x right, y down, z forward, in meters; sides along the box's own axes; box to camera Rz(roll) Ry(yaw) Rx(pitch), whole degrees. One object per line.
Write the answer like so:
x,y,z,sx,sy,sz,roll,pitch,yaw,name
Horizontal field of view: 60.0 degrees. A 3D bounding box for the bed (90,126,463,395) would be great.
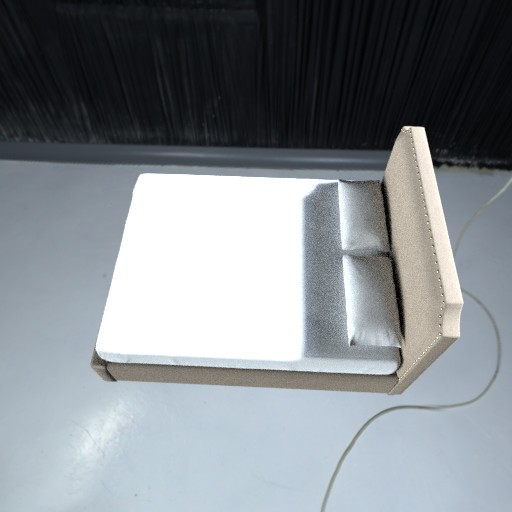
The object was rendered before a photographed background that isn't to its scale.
0.000,0.000,3.402,2.329,1.415,1.703,2,58,1,bed
